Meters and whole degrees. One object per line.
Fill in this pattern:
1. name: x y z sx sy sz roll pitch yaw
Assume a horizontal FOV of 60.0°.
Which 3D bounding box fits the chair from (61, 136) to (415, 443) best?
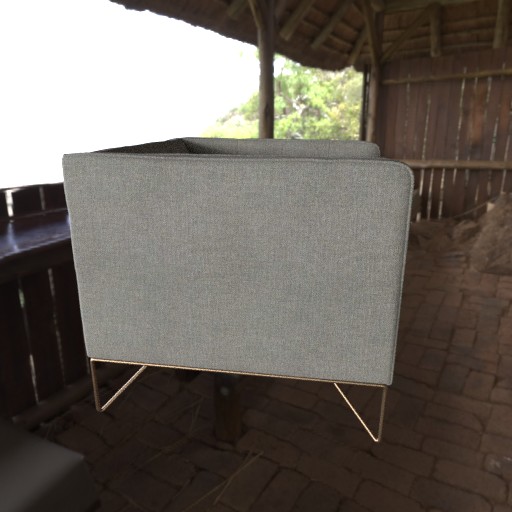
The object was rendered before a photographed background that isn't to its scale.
1. chair: 0.000 0.000 1.620 0.912 0.799 0.920 3 18 9
